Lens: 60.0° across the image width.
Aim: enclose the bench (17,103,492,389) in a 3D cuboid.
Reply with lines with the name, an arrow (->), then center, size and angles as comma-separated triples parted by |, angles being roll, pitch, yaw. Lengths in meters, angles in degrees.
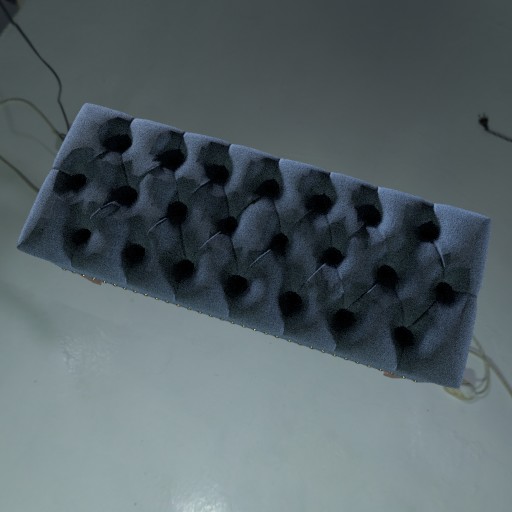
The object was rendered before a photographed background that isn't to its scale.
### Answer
bench -> 0.000, 0.000, 1.238 | 1.052, 0.492, 0.417 | 17, 75, 5
